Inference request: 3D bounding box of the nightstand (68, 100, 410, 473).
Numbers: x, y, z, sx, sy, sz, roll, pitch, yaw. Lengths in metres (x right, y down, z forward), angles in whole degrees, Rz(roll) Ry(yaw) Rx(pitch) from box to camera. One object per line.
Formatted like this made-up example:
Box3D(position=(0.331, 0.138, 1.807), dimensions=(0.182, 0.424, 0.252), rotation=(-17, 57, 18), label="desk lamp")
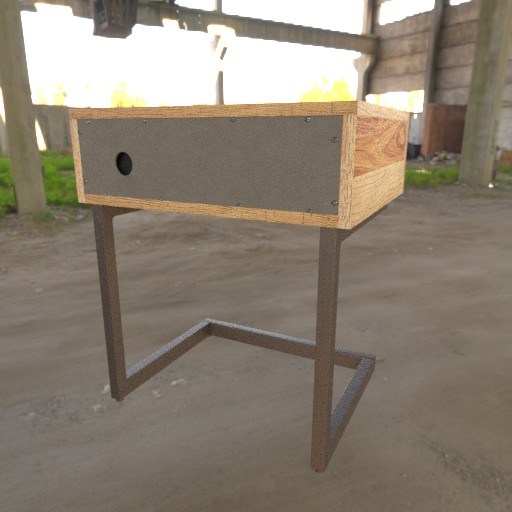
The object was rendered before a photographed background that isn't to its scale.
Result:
Box3D(position=(0.000, 0.000, 1.012), dimensions=(0.558, 0.632, 0.481), rotation=(8, 18, 26), label="nightstand")
